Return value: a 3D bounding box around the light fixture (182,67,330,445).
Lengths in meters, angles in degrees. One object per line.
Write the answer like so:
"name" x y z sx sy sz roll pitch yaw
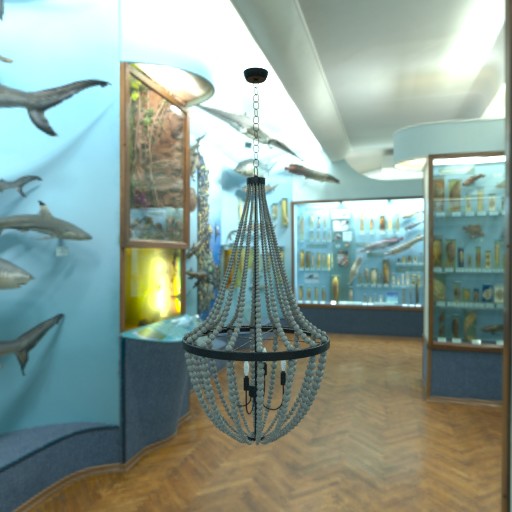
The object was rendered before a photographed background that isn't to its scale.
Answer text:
"light fixture" 0.000 0.000 1.368 0.450 1.133 0.450 0 0 0
